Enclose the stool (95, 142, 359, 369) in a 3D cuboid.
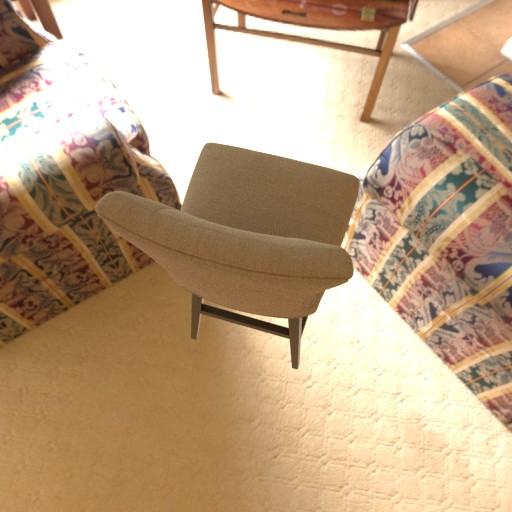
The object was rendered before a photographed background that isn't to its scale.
[{"bbox_3d":[0.000,0.000,1.396,0.514,1.086,0.574,15,64,7],"label":"stool"}]
